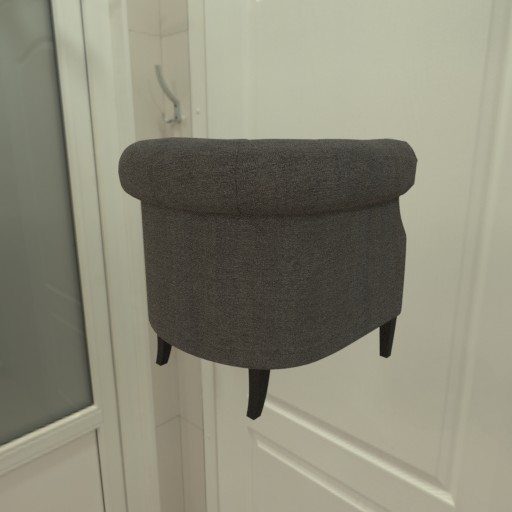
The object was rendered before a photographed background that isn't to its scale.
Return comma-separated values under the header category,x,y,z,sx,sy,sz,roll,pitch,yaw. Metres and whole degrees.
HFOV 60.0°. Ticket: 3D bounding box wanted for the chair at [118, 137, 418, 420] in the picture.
category,x,y,z,sx,sy,sz,roll,pitch,yaw
chair,0.000,0.000,1.602,0.905,0.827,0.852,14,20,42
